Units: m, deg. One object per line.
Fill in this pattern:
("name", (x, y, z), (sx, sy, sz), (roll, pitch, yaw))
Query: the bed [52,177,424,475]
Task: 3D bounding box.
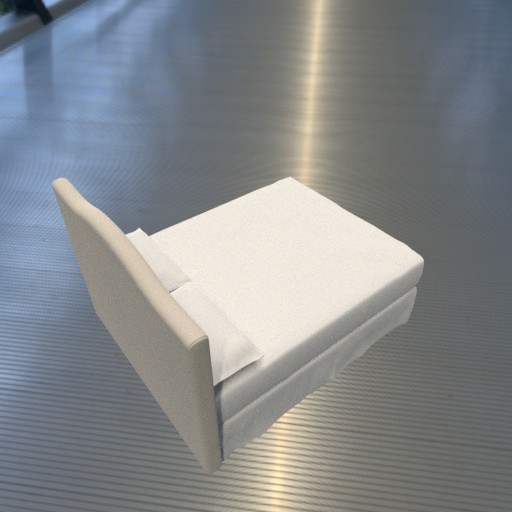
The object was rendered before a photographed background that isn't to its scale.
("bed", (0.000, 0.000, 3.348), (2.143, 1.460, 1.753), (-27, 48, -28))
